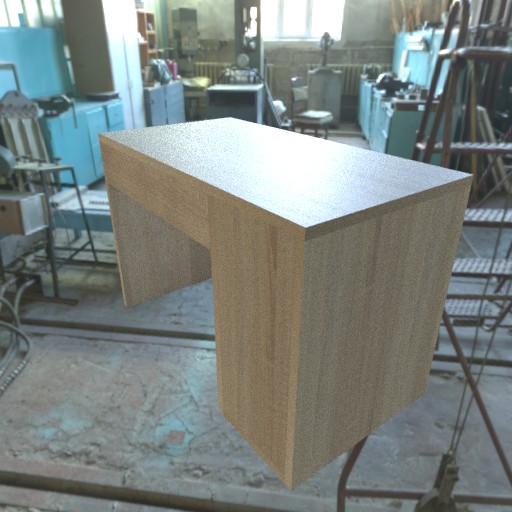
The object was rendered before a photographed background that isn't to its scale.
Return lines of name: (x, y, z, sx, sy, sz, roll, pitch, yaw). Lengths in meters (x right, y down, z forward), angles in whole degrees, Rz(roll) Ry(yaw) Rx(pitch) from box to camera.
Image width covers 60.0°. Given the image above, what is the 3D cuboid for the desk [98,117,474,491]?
desk: (0.000, 0.000, 1.528, 0.600, 0.731, 1.100, -18, 32, -33)
